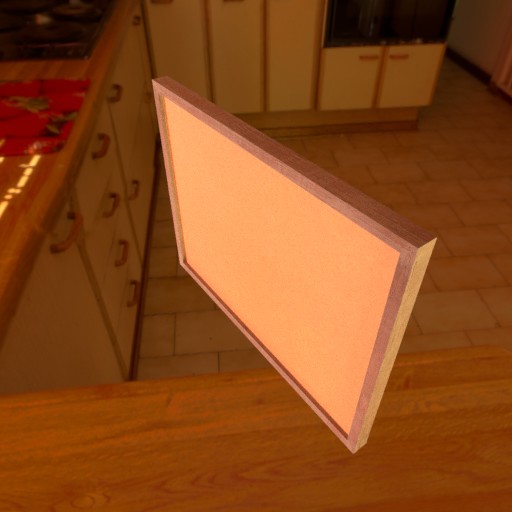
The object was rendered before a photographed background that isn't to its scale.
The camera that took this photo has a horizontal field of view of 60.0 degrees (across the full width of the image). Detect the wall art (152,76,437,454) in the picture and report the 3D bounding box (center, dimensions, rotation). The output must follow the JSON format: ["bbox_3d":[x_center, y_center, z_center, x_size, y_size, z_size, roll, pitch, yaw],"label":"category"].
[{"bbox_3d":[0.000,0.000,1.745,0.070,1.009,1.320,-26,47,-27],"label":"wall art"}]
